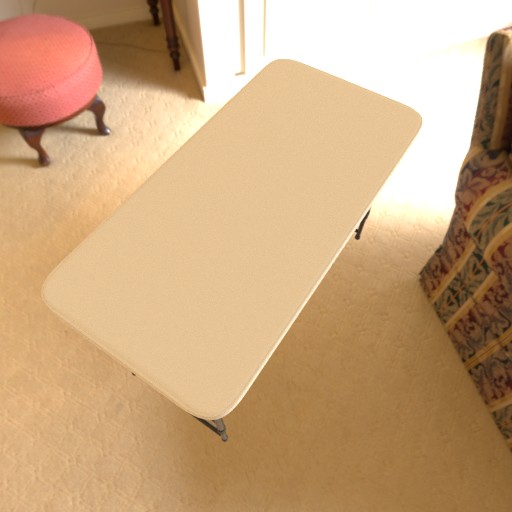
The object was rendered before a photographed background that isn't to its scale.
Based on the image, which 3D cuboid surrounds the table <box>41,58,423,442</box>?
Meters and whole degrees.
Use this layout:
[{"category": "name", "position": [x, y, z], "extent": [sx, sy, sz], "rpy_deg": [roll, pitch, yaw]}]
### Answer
[{"category": "table", "position": [0.000, 0.000, 1.636], "extent": [0.610, 0.737, 1.219], "rpy_deg": [30, 63, 17]}]
